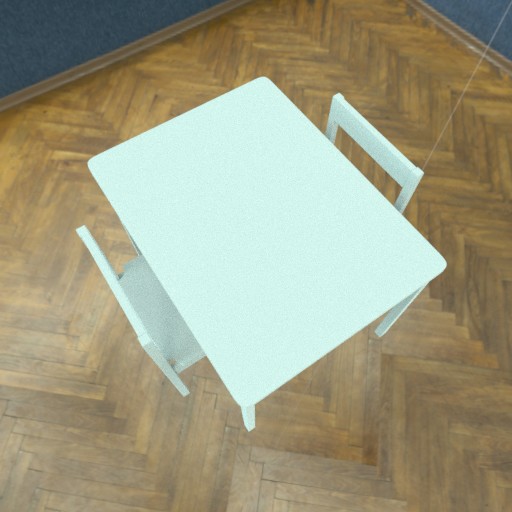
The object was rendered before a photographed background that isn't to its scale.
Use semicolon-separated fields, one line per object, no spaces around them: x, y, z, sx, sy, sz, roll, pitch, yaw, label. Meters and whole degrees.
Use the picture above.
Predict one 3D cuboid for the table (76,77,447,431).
0.000;0.000;1.130;0.672;0.503;0.650;-31;67;-15;table
